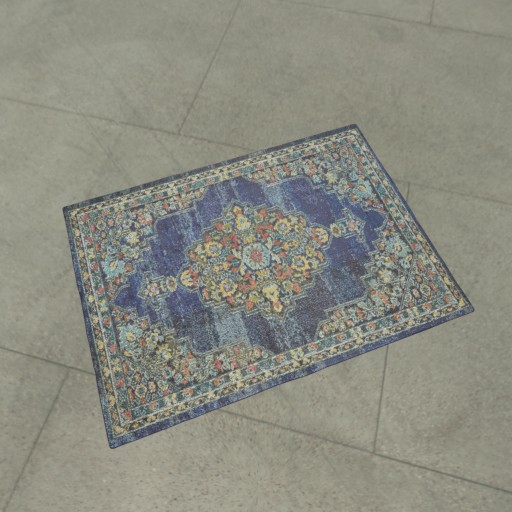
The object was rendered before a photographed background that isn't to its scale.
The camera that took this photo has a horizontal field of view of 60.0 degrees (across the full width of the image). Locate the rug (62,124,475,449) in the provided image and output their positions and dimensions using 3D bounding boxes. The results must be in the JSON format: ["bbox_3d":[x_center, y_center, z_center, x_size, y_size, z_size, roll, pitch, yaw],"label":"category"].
[{"bbox_3d":[0.000,0.000,2.852,2.232,0.009,1.630,-18,64,-9],"label":"rug"}]
